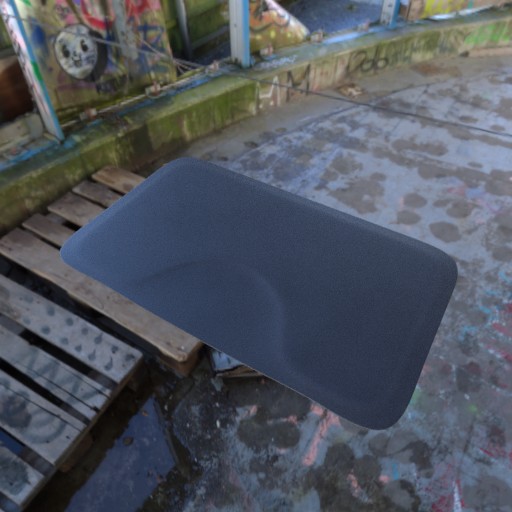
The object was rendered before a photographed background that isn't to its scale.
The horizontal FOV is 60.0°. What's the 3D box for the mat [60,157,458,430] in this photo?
[{"bbox_3d":[0.000,0.000,1.874,1.524,0.013,0.918,24,51,21],"label":"mat"}]
